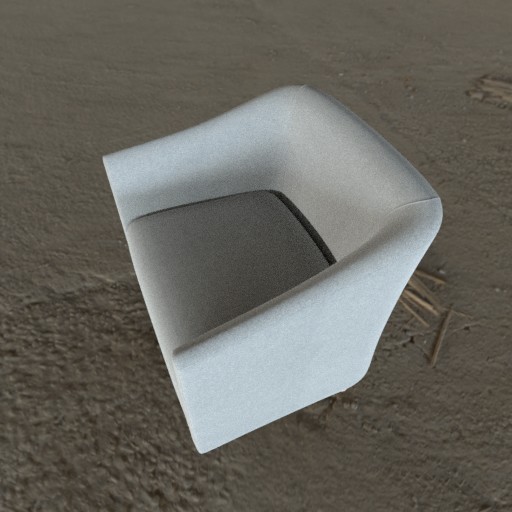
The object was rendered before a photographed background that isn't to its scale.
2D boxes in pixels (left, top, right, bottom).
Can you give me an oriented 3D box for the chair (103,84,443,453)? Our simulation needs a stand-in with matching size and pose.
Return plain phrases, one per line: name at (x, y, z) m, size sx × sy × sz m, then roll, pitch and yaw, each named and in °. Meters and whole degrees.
chair at (0.000, 0.000, 1.353) m, size 0.700 × 0.720 × 0.790 m, roll -18°, pitch 49°, yaw -16°
